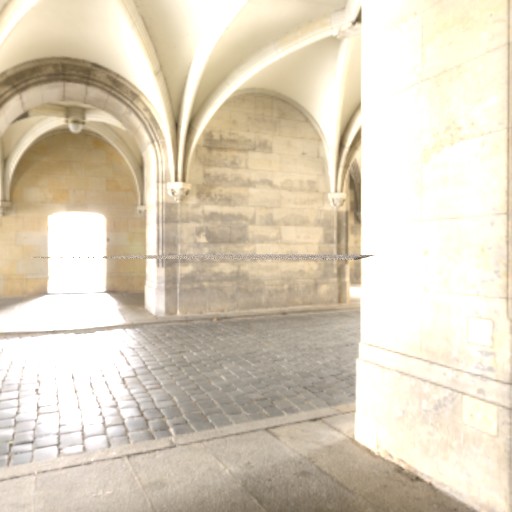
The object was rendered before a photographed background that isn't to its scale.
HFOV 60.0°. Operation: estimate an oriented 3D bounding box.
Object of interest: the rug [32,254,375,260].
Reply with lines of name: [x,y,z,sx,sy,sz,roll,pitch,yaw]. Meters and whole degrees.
rug: [0.000,0.000,3.066,1.529,0.010,2.440,0,1,17]
